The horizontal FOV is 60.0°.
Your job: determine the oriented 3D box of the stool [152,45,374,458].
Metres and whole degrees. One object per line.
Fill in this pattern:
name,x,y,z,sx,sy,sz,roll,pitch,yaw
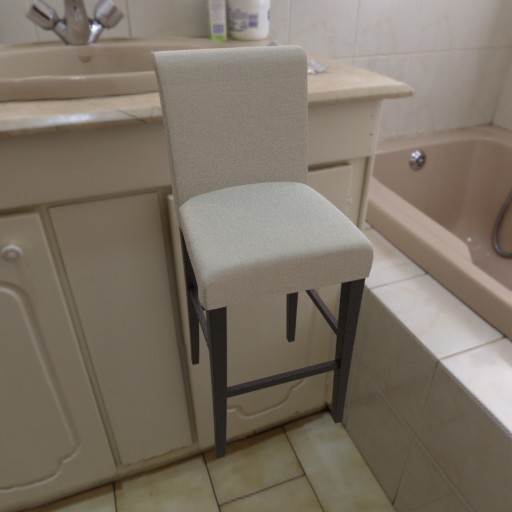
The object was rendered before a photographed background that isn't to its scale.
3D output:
stool,0.000,0.000,1.387,0.452,1.124,0.597,-10,34,-15
